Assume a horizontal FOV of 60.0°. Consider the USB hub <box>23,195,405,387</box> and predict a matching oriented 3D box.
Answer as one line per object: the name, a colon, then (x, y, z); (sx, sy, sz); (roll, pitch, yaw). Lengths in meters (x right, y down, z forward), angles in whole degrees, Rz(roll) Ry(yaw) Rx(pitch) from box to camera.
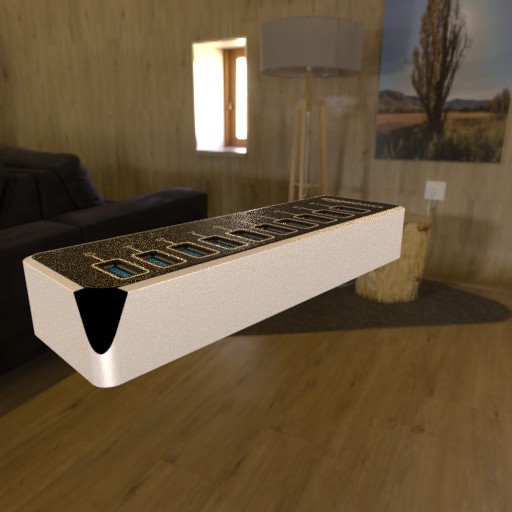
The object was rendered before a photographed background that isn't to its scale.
USB hub: (0.000, 0.000, 0.161); (0.044, 0.023, 0.145); (16, 24, 42)
